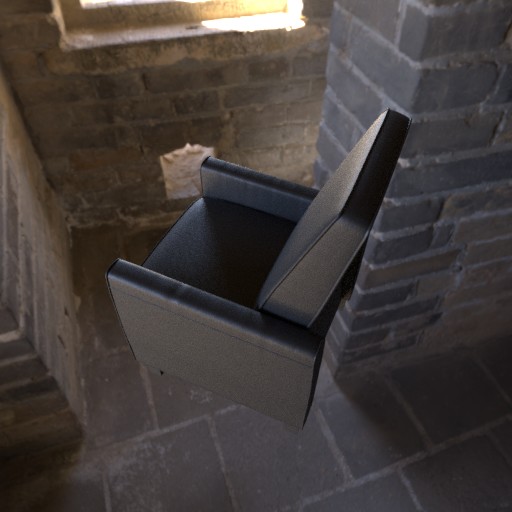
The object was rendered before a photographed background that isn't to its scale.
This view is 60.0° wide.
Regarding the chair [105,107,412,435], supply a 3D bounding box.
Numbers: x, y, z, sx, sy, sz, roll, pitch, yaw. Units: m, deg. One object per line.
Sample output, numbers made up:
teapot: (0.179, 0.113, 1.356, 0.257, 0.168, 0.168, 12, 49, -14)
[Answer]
chair: (0.000, 0.000, 1.532, 0.746, 1.013, 0.705, 18, 49, 16)
